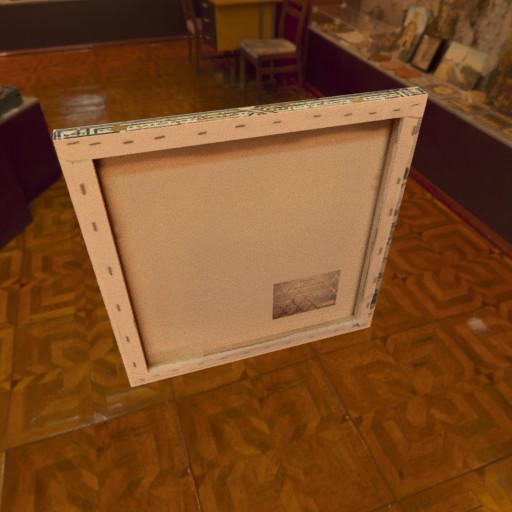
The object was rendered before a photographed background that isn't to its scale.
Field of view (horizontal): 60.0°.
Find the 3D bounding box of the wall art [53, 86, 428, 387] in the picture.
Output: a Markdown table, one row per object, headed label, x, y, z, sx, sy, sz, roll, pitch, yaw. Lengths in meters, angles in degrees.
| label | x | y | z | sx | sy | sz | roll | pitch | yaw |
| --- | --- | --- | --- | --- | --- | --- | --- | --- | --- |
| wall art | 0.000 | 0.000 | 0.898 | 0.609 | 0.607 | 0.036 | -11 | 42 | -13 |
